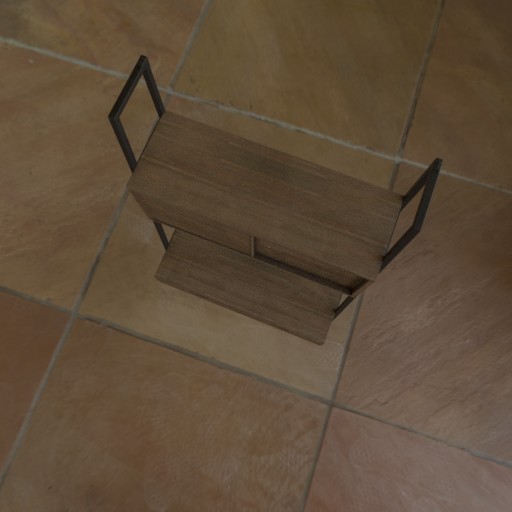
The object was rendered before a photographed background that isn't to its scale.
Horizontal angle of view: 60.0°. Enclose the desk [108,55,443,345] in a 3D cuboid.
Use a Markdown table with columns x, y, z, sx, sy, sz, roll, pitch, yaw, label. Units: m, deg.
| x | y | z | sx | sy | sz | roll | pitch | yaw | label |
| --- | --- | --- | --- | --- | --- | --- | --- | --- | --- |
| 0.000 | 0.000 | 2.157 | 0.982 | 1.809 | 0.515 | 21 | 76 | 5 | desk |
